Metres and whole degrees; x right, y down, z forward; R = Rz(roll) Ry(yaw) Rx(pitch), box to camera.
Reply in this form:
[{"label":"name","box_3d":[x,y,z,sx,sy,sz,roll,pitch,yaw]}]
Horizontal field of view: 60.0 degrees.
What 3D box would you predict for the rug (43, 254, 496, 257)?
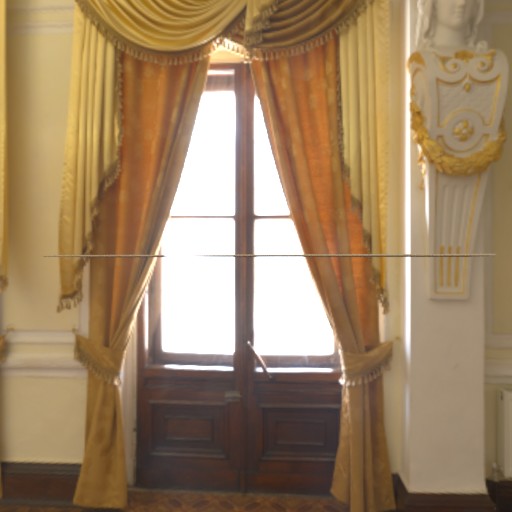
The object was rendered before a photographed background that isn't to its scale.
[{"label":"rug","box_3d":[0.000,0.000,2.661,2.435,0.009,0.750,0,0,16]}]
